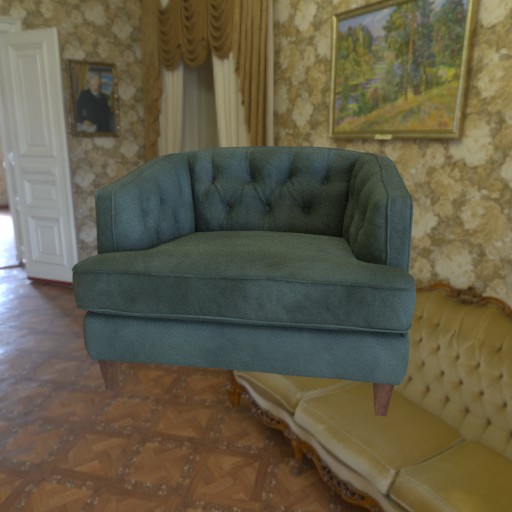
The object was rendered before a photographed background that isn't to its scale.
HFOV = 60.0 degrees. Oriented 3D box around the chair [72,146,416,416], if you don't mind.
[{"bbox_3d":[0.000,0.000,1.772,1.104,0.852,0.941,2,14,10],"label":"chair"}]
